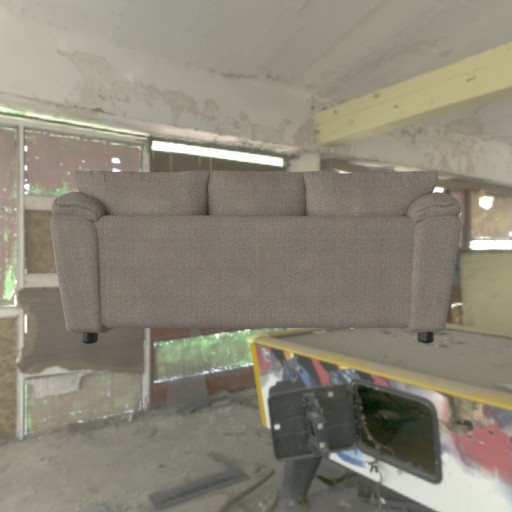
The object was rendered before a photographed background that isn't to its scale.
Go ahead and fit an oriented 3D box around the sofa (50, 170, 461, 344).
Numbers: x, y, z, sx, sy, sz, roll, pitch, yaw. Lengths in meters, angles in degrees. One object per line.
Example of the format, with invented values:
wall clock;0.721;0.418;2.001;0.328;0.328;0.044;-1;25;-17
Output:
sofa;0.000;0.000;2.822;2.334;0.996;0.878;0;0;0
